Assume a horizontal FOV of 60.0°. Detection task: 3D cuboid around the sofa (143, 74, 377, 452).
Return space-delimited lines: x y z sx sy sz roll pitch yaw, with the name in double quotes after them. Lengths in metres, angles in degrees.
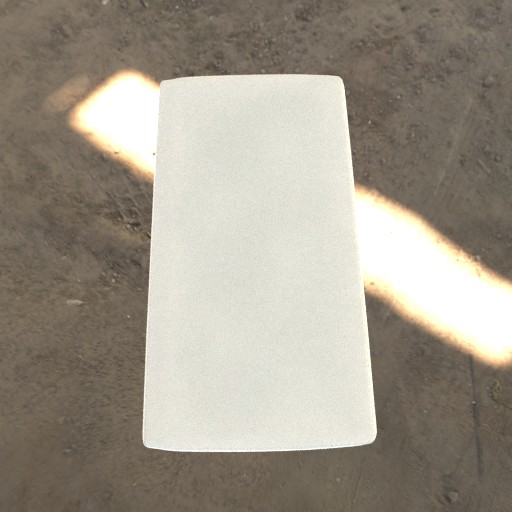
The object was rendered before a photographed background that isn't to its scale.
0.000 0.000 2.100 0.939 0.552 1.677 -1 73 0 "sofa"
